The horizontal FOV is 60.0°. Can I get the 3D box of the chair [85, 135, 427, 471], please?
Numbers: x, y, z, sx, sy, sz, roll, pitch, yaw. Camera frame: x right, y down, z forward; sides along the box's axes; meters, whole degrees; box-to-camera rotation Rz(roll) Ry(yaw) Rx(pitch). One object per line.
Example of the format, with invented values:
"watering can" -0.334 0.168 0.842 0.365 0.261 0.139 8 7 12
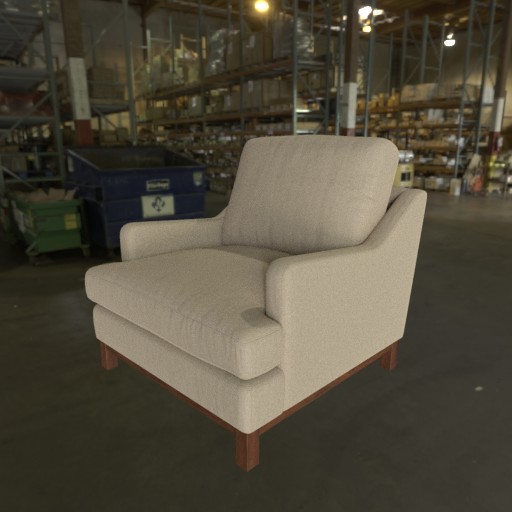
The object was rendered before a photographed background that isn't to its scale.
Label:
"chair" 0.000 0.000 1.722 0.912 0.916 1.001 14 20 43
